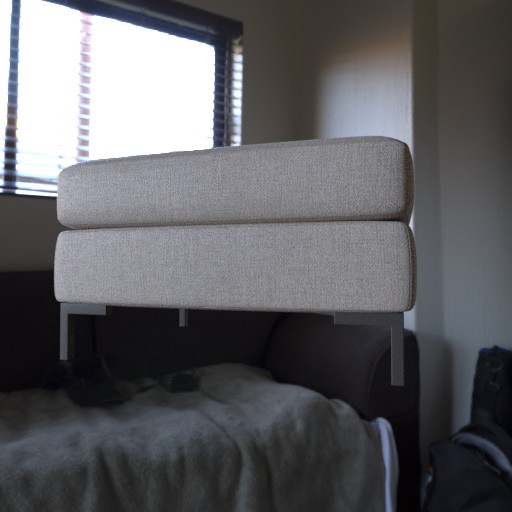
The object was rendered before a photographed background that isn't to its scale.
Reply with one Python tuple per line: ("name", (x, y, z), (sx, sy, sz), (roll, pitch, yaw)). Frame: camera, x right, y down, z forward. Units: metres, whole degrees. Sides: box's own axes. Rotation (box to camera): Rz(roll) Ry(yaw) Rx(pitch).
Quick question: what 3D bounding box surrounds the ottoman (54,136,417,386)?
("ottoman", (0.000, 0.000, 1.221), (0.820, 0.490, 0.671), (0, -1, 18))
